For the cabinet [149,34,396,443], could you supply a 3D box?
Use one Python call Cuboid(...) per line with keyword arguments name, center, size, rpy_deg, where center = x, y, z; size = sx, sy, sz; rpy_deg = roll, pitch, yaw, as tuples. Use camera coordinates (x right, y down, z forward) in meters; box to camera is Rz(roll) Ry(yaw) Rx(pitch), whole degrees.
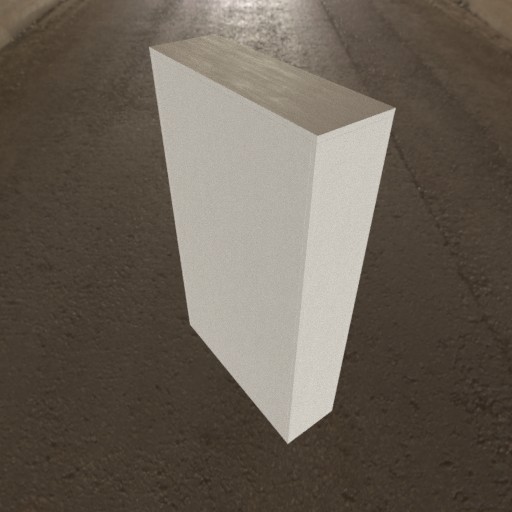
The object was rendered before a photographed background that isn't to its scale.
Cuboid(name="cabinet", center=(0.000, 0.000, 1.587), size=(0.250, 1.280, 0.750), rpy_deg=(-26, 47, -27))
